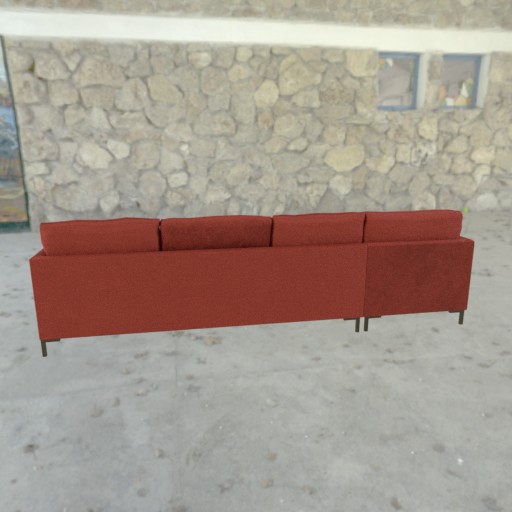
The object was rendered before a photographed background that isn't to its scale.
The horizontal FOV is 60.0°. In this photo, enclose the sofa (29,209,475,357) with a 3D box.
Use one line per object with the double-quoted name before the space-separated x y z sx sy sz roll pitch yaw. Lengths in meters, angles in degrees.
"sofa" 0.000 0.000 4.046 3.400 0.967 1.500 -3 15 -10
